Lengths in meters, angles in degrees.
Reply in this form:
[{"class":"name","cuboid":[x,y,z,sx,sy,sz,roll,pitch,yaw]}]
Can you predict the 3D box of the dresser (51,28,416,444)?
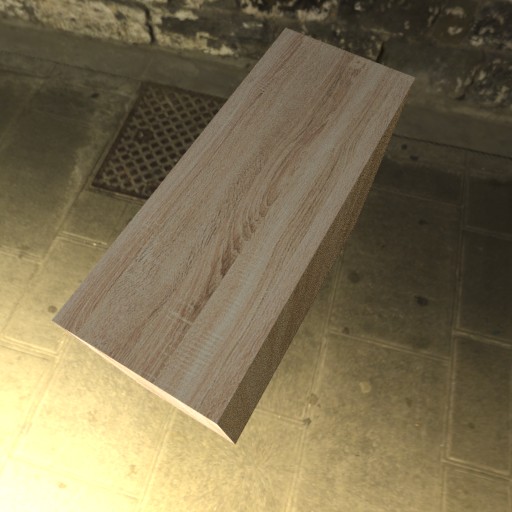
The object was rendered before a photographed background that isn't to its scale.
[{"class":"dresser","cuboid":[0.000,0.000,1.548,0.450,0.900,1.100,27,68,12]}]
